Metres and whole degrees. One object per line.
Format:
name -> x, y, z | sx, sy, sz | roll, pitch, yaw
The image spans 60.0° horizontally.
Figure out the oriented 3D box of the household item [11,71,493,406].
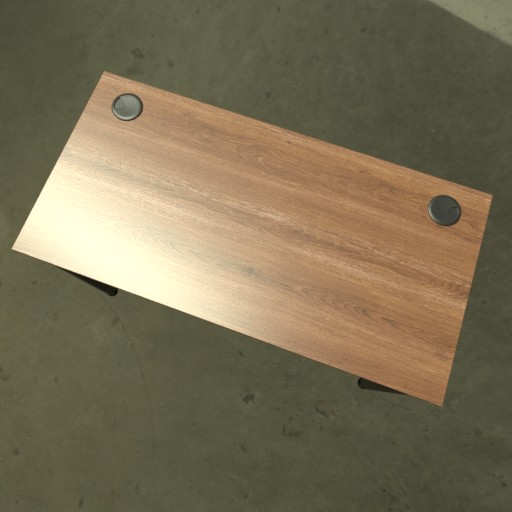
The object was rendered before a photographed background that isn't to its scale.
household item -> 0.000, 0.000, 1.583 | 1.200, 0.750, 0.600 | 19, 76, 5
